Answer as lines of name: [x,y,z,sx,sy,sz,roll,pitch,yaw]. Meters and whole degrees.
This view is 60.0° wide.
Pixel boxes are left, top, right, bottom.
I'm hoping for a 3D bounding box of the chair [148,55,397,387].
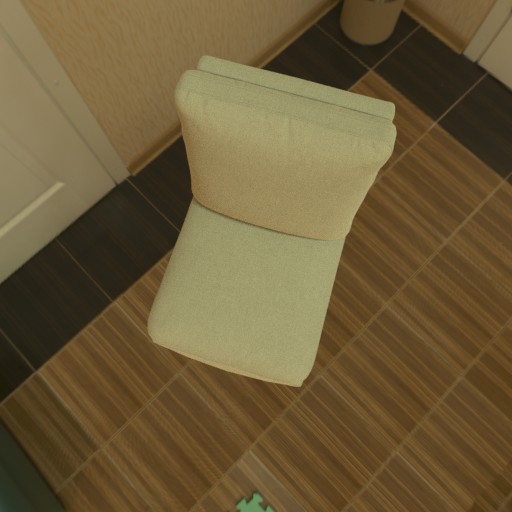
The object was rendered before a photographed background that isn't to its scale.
chair: [0.000,0.000,1.332,0.503,0.927,0.698,16,76,4]
